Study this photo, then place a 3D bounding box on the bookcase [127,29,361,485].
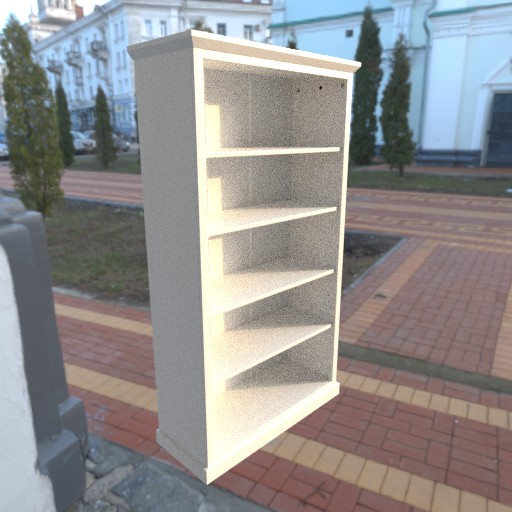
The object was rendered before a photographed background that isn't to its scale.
[{"bbox_3d":[0.000,0.000,2.252,1.050,1.880,0.432,-15,22,-43],"label":"bookcase"}]
